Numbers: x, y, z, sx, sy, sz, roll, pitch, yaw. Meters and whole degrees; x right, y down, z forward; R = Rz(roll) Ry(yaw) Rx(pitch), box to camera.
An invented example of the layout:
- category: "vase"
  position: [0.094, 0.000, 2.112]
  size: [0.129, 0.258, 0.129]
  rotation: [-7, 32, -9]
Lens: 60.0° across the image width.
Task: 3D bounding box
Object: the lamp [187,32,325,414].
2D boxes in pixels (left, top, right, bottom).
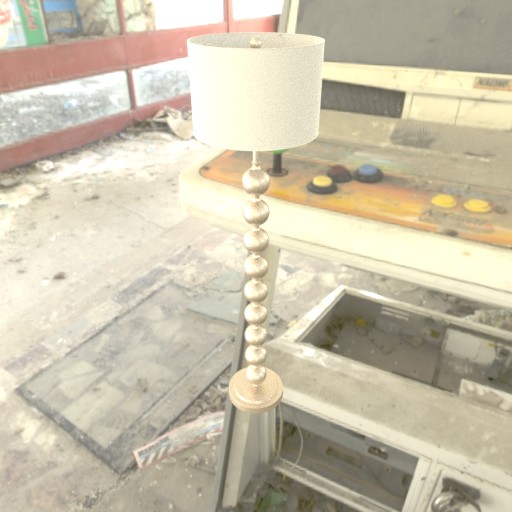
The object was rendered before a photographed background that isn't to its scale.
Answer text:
- category: "lamp"
  position: [0.000, 0.000, 1.655]
  size: [0.394, 1.474, 0.394]
  rotation: [-21, 38, -30]
